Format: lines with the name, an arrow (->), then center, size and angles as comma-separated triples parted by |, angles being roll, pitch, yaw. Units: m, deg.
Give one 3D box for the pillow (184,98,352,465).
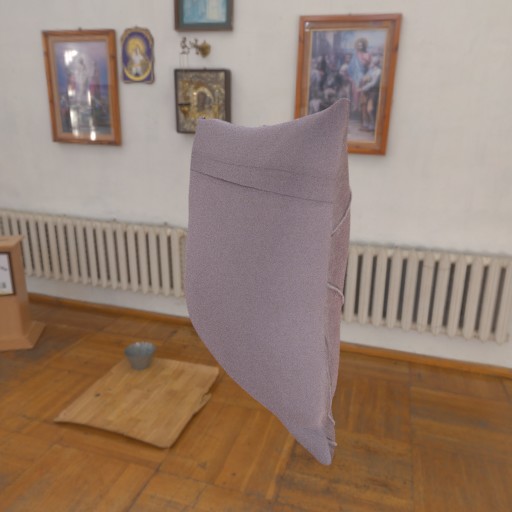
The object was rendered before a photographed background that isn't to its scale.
pillow -> 0.000, 0.000, 0.689 | 0.185, 0.440, 0.439 | -8, 18, -26
